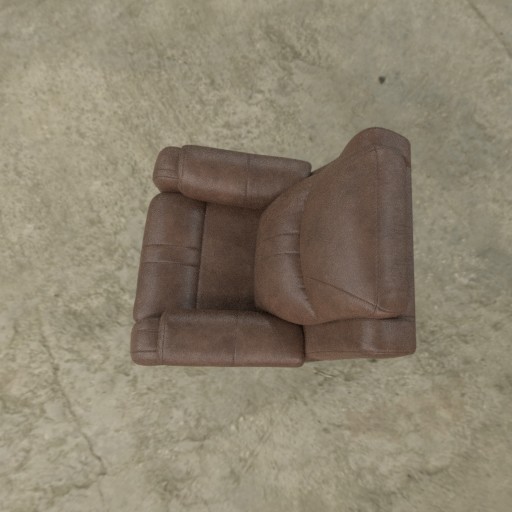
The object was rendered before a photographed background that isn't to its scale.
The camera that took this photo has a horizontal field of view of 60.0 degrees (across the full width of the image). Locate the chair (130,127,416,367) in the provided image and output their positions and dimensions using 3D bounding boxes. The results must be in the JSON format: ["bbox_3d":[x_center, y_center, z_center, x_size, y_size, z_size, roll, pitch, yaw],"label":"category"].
[{"bbox_3d":[0.000,0.000,1.841,1.067,0.990,0.940,4,75,1],"label":"chair"}]
